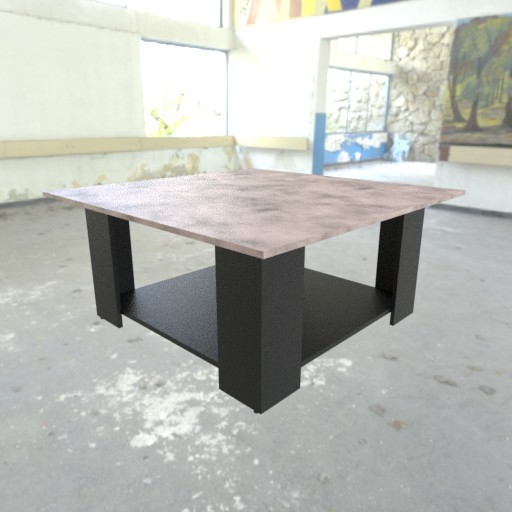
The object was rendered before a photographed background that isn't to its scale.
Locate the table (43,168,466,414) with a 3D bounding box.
[{"bbox_3d":[0.000,0.000,1.036,0.670,0.305,0.670,16,23,41],"label":"table"}]
